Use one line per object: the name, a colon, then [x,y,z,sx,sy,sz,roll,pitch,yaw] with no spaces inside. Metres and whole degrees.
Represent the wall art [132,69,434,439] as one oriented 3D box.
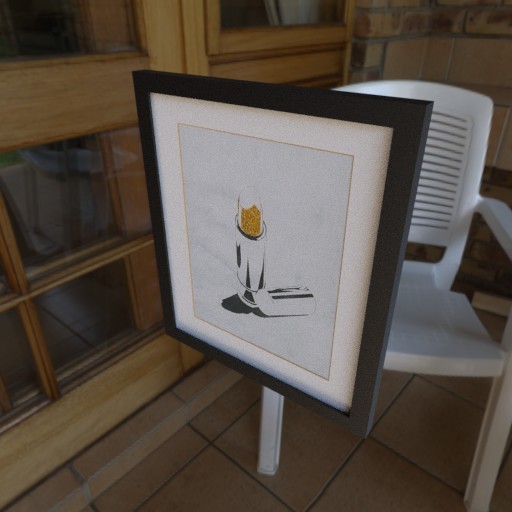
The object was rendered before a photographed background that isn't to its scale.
wall art: [0.000,0.000,0.519,0.330,0.381,0.019,19,35,30]
